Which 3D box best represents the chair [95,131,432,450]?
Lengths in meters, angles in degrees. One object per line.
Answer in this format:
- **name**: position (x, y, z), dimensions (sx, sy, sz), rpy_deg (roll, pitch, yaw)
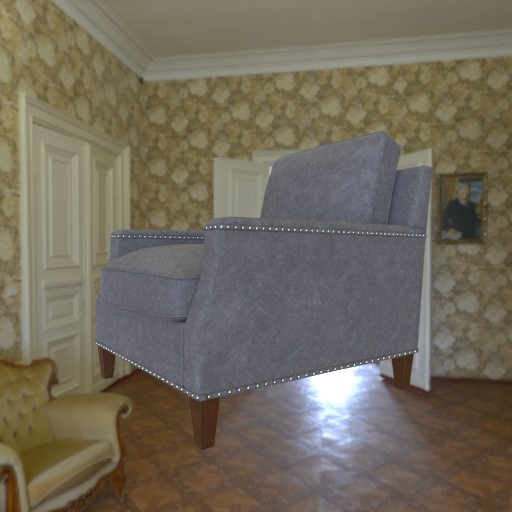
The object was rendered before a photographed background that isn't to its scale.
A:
- **chair**: position (0.000, 0.000, 1.679), dimensions (1.014, 0.948, 0.853), rpy_deg (0, 0, -36)
